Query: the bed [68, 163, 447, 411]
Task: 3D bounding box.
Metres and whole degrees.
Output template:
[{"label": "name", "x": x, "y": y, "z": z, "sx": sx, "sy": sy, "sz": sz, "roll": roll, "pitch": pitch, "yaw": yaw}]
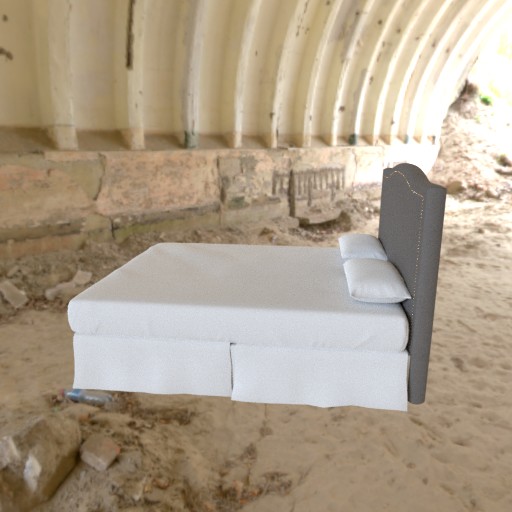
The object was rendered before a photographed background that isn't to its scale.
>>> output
[{"label": "bed", "x": 0.000, "y": 0.000, "z": 3.468, "sx": 2.282, "sy": 1.436, "sz": 1.821, "roll": 2, "pitch": 15, "yaw": 7}]
